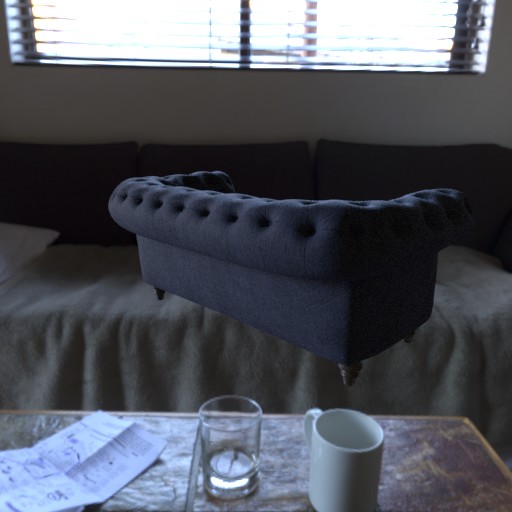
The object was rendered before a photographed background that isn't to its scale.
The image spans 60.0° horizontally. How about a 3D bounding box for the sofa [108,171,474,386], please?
[{"bbox_3d":[0.000,0.000,2.519,1.082,0.833,1.988,-14,20,-43],"label":"sofa"}]
